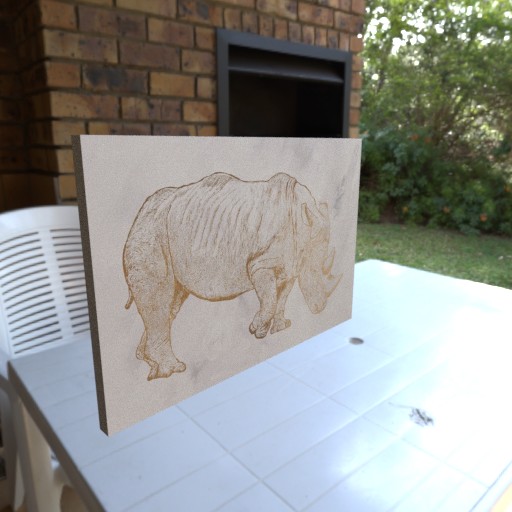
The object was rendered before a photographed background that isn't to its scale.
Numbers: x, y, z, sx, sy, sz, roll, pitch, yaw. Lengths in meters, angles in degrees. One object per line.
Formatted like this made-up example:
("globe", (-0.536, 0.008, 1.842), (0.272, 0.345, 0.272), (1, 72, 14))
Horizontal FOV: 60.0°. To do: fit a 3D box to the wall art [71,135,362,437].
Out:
("wall art", (0.000, 0.000, 1.180), (0.038, 0.610, 0.915), (14, 20, 43))
